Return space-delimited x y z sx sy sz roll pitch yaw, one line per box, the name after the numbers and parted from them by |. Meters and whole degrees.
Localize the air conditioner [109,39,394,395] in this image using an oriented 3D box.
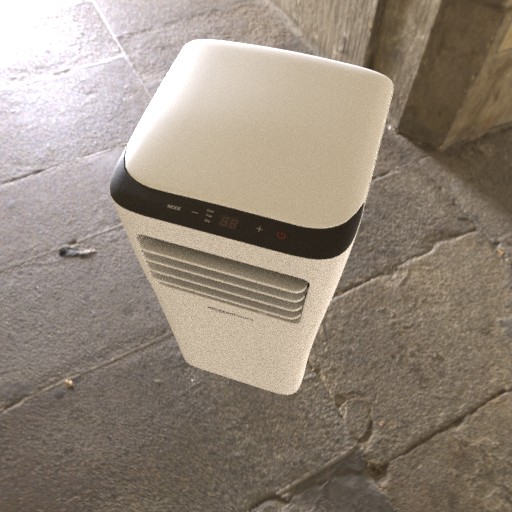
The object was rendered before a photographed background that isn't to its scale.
0.000 0.000 0.926 0.352 0.716 0.369 15 59 9 | air conditioner
